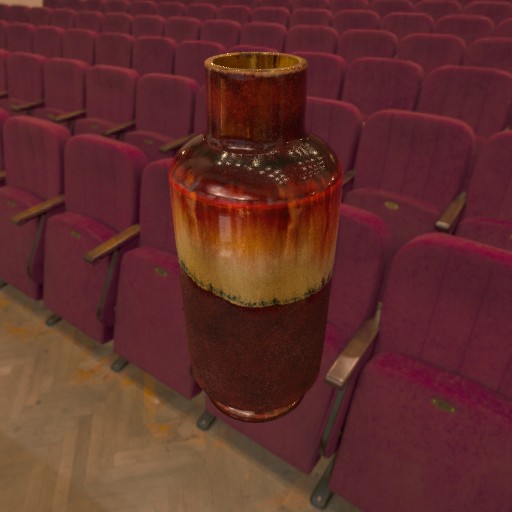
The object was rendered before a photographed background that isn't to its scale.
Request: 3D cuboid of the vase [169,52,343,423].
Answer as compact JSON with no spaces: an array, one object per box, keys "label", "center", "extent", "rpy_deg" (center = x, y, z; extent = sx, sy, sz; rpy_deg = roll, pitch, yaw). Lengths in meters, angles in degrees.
[{"label":"vase","center":[0.000,0.000,0.318],"extent":[0.111,0.261,0.111],"rpy_deg":[0,34,0]}]
